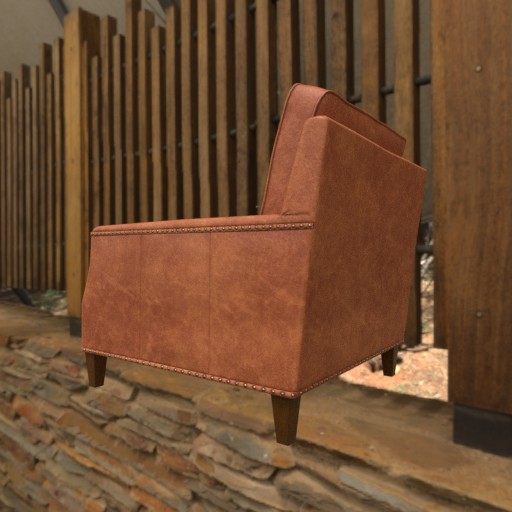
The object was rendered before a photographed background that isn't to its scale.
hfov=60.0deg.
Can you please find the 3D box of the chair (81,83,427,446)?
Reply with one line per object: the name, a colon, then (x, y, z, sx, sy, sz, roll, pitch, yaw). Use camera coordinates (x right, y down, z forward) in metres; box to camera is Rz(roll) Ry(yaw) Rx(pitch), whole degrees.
chair: (0.000, 0.000, 1.657, 1.014, 0.943, 0.853, 0, 1, 36)
